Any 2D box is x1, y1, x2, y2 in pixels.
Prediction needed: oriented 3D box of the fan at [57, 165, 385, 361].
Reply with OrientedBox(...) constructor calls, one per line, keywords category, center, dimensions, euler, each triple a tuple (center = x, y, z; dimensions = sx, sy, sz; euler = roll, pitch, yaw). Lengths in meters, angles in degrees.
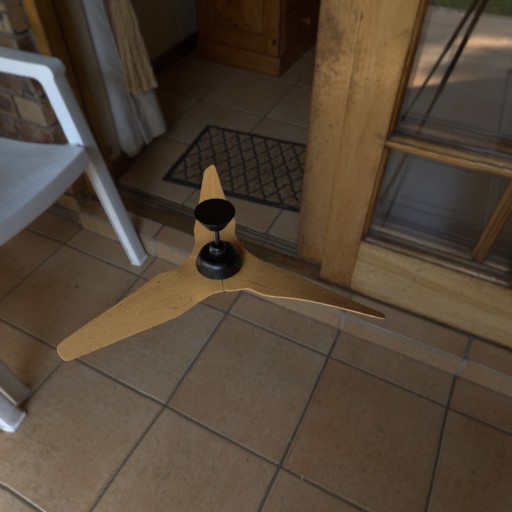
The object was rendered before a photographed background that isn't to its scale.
OrientedBox(category="fan", center=(0.000, 0.000, 1.648), dimensions=(1.010, 0.355, 1.142), euler=(16, 49, 14))
